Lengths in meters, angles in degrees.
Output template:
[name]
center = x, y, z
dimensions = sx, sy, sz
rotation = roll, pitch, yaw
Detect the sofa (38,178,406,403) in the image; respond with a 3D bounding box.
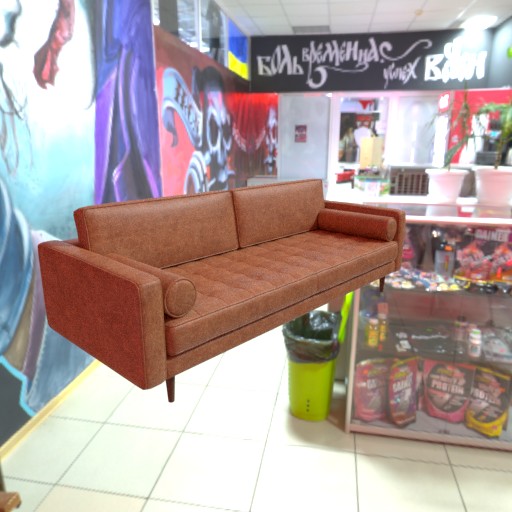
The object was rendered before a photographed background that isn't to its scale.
[sofa]
center = 0.000, 0.000, 2.682
dimensions = 0.919, 0.770, 2.200
rotation = 14, 21, 41
